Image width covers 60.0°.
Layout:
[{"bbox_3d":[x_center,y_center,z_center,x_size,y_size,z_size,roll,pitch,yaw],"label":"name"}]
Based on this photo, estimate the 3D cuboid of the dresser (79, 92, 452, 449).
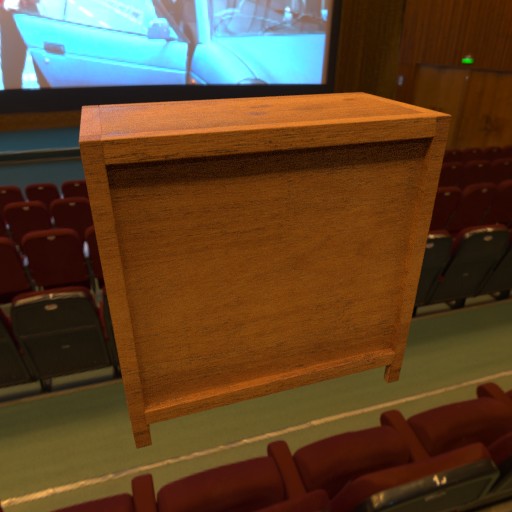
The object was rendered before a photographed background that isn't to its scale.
[{"bbox_3d":[0.000,0.000,1.263,0.804,0.804,0.427,-9,29,-16],"label":"dresser"}]
